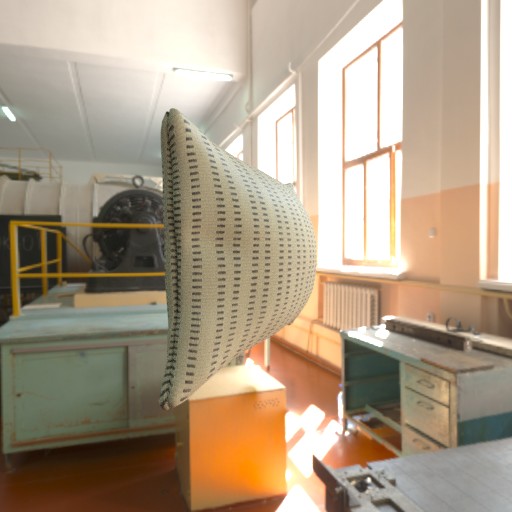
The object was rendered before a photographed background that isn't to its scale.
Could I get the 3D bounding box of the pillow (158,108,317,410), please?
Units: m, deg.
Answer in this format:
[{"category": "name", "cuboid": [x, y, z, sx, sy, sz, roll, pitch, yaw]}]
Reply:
[{"category": "pillow", "cuboid": [0.000, 0.000, 0.812, 0.210, 0.353, 0.640, 0, 1, 17]}]
